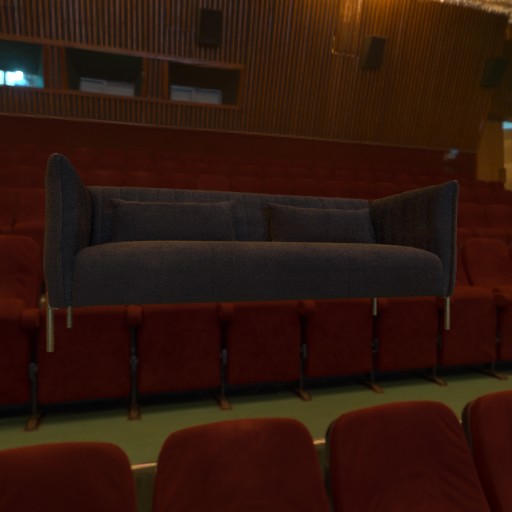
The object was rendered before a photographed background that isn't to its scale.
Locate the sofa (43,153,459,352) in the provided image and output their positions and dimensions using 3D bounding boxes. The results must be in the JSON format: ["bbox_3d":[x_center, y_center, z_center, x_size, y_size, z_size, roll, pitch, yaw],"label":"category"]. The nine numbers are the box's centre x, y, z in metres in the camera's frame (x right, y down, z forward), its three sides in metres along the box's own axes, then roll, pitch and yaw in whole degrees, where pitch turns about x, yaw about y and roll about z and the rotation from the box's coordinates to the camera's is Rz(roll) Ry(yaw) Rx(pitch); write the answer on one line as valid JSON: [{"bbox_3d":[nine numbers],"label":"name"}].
[{"bbox_3d":[0.000,0.000,2.365,1.980,0.780,0.876,0,-1,-18],"label":"sofa"}]
